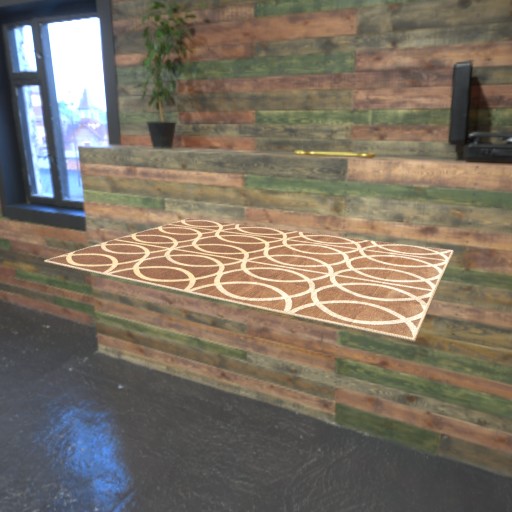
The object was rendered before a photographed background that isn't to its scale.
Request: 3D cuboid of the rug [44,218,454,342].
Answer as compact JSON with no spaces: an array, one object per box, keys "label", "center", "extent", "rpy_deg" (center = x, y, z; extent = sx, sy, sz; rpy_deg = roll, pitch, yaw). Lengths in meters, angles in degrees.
[{"label":"rug","center":[0.000,0.000,2.954],"extent":[2.294,0.014,1.528],"rpy_deg":[9,19,27]}]
